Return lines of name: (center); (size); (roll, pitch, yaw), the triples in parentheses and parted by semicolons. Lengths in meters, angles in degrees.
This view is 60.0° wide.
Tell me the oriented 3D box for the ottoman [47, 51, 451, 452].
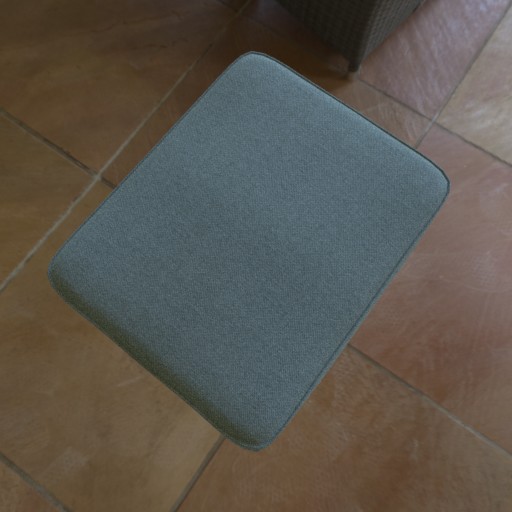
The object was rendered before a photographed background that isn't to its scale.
ottoman: (0.000, 0.000, 1.113); (0.589, 0.537, 0.738); (37, 78, 9)
